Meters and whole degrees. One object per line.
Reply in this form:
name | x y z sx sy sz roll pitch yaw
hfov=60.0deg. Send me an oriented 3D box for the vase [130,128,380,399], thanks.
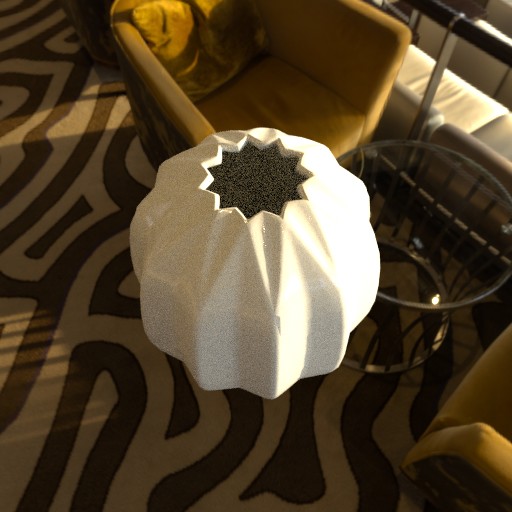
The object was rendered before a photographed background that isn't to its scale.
vase | 0.000 0.000 0.248 0.139 0.134 0.139 0 57 0
